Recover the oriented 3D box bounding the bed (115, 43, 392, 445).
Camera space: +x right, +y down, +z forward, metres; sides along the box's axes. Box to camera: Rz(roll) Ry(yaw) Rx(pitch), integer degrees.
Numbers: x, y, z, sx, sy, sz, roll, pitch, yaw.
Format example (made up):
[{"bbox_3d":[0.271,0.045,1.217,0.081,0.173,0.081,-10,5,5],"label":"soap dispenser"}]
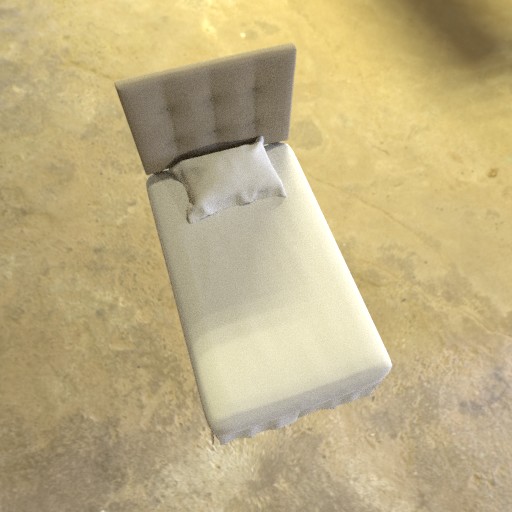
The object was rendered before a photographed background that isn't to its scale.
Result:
[{"bbox_3d":[0.000,0.000,2.953,1.261,1.571,1.997,-16,64,-8],"label":"bed"}]
